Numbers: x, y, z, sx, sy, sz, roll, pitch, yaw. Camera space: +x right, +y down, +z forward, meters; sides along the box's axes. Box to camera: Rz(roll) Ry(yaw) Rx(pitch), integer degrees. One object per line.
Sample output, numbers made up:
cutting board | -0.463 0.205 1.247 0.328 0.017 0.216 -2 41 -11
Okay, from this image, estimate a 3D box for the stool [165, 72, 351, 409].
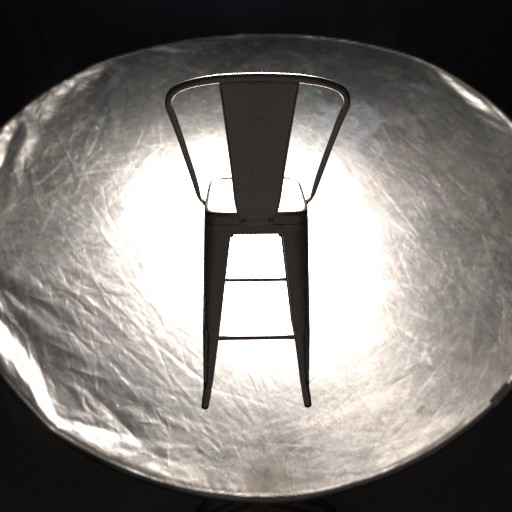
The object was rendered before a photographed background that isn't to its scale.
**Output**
stool | 0.000 0.000 1.343 0.399 1.096 0.513 -1 30 -1
